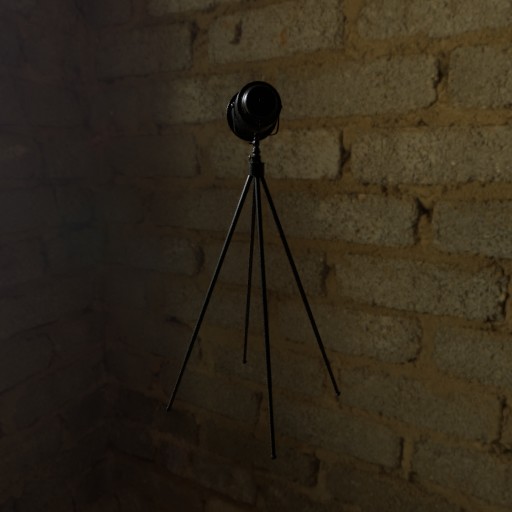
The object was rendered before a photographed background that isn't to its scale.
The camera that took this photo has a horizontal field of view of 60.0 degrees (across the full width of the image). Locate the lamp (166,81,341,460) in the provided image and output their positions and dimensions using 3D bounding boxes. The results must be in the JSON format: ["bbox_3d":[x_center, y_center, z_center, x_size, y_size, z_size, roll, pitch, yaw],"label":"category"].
[{"bbox_3d":[0.000,0.000,2.048,0.879,1.504,0.884,-2,13,-9],"label":"lamp"}]
